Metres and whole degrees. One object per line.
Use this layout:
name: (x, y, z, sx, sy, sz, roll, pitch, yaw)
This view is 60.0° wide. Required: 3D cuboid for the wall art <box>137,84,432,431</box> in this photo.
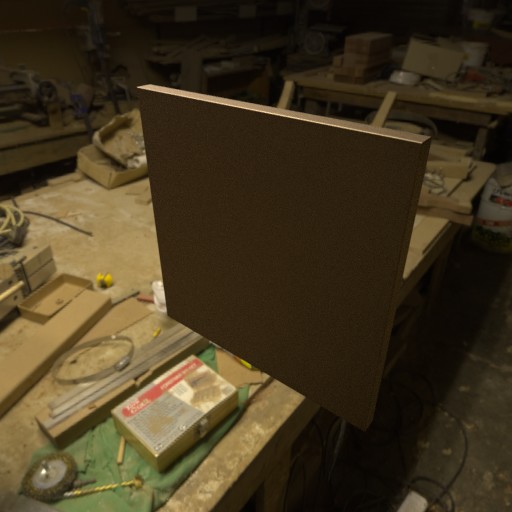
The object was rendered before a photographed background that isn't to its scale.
wall art: (0.000, 0.000, 0.774, 0.503, 0.506, 0.030, 23, 38, 32)
